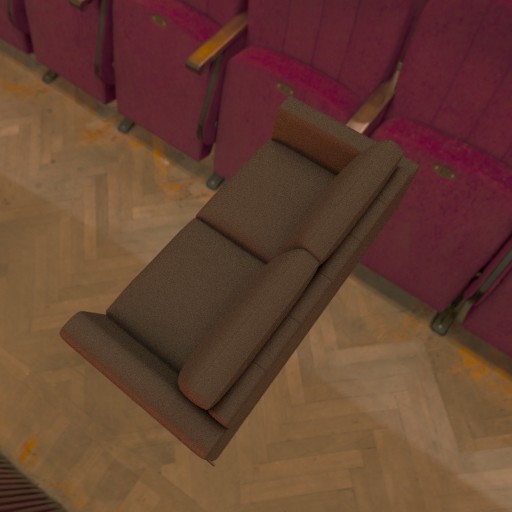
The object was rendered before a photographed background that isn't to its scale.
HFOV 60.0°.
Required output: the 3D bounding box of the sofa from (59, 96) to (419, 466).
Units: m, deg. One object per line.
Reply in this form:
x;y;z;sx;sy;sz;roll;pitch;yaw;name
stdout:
0.000;0.000;2.552;0.953;0.875;2.017;34;68;16;sofa
